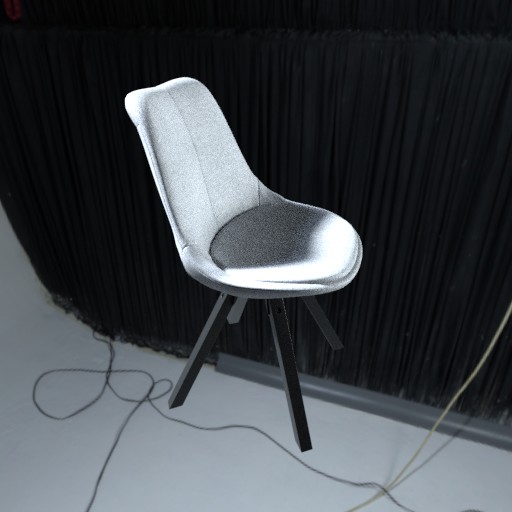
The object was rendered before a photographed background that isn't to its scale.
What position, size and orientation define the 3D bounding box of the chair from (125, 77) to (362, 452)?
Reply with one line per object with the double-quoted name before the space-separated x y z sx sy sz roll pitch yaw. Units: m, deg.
"chair" 0.000 0.000 1.196 0.550 0.850 0.485 10 32 17
